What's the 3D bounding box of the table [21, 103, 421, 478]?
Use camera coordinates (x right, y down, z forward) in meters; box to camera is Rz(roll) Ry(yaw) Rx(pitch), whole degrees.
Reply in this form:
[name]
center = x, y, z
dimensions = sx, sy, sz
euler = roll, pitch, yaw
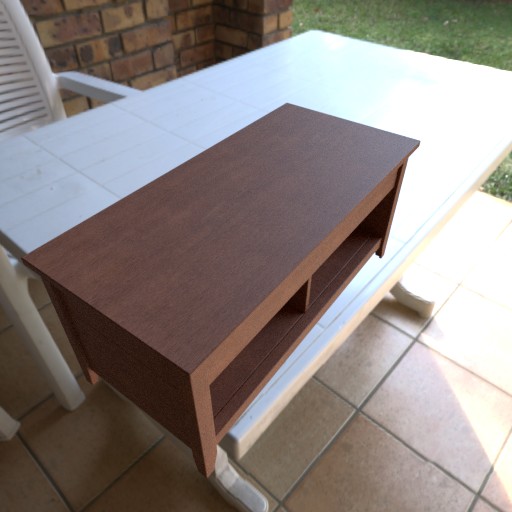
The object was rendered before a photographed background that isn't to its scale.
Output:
[table]
center = 0.000, 0.000, 1.282
dimensions = 0.483, 0.457, 1.016
euler = 26, 48, 27
